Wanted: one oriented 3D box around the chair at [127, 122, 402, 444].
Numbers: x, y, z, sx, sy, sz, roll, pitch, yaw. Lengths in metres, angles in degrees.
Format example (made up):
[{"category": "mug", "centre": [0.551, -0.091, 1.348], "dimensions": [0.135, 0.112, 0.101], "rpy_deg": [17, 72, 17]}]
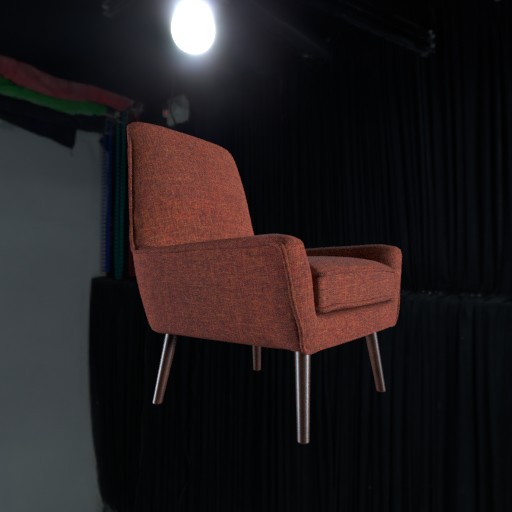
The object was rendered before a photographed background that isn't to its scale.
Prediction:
[{"category": "chair", "centre": [0.000, 0.000, 1.486], "dimensions": [0.784, 0.911, 0.803], "rpy_deg": [-1, -1, 36]}]
